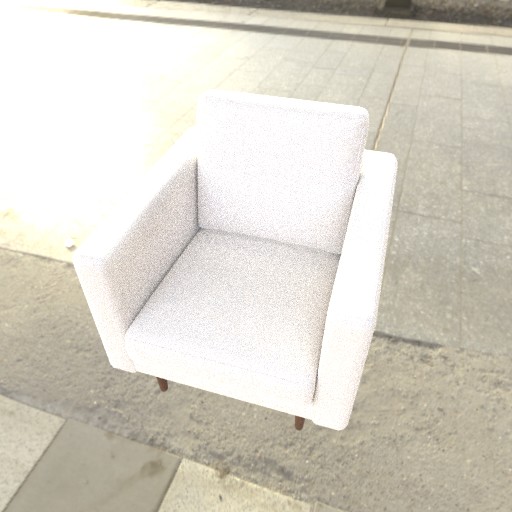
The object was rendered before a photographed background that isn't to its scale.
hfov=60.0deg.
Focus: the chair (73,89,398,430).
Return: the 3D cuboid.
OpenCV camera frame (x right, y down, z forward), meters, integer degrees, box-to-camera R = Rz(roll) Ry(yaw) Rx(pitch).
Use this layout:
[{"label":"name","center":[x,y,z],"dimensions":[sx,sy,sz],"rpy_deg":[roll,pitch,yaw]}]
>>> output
[{"label":"chair","center":[0.000,0.000,1.549],"dimensions":[0.831,0.899,0.879],"rpy_deg":[11,43,13]}]
